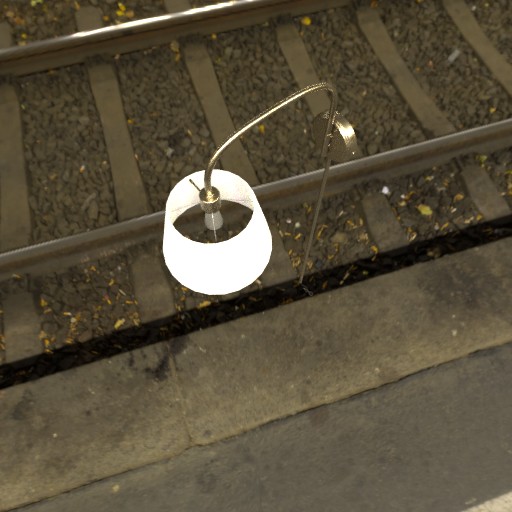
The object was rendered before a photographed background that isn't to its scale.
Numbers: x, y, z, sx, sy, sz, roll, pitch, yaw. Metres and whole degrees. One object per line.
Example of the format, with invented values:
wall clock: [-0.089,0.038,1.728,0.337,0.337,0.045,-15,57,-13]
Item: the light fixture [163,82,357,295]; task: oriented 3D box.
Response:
light fixture: [0.000,0.000,0.459,0.176,0.399,0.092,-36,69,-16]
